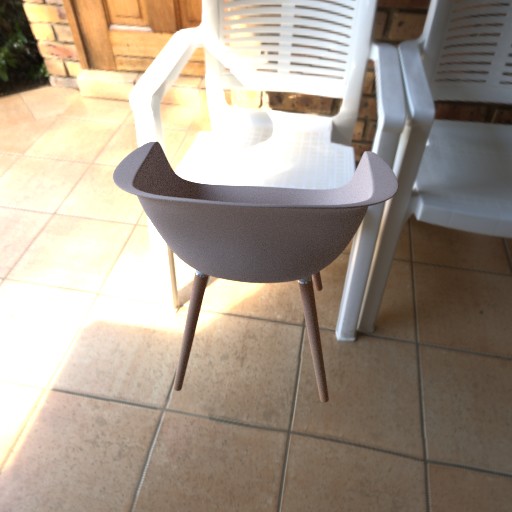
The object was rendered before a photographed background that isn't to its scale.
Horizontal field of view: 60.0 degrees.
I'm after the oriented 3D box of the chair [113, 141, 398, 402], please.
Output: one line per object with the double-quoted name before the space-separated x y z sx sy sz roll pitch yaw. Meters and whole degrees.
"chair" 0.000 0.000 1.168 0.593 0.781 0.504 4 47 3
